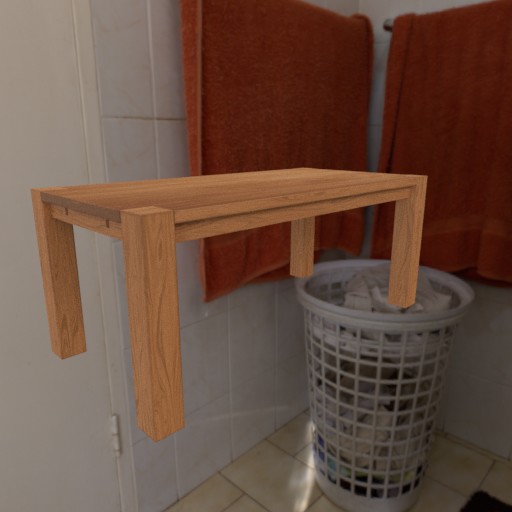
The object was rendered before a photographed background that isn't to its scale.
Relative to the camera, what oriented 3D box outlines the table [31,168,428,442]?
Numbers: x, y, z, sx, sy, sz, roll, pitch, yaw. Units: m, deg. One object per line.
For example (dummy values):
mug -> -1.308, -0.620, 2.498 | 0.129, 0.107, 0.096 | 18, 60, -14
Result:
table -> 0.000, 0.000, 2.277 | 1.800, 0.760, 0.900 | -14, 21, -42
